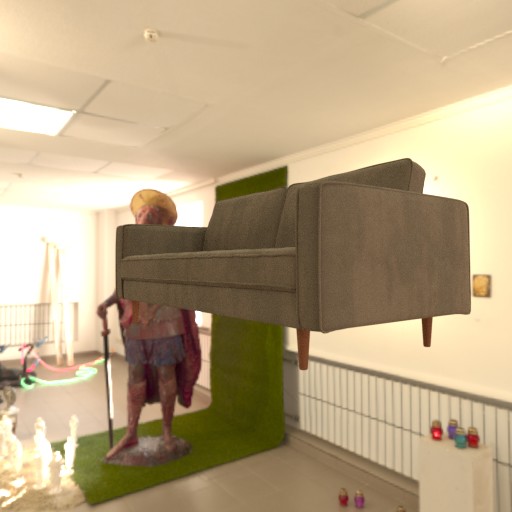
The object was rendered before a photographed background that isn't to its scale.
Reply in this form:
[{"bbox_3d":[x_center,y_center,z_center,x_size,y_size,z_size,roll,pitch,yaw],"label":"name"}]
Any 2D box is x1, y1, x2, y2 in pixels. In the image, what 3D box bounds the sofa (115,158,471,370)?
[{"bbox_3d":[0.000,0.000,2.391,0.924,0.825,1.920,1,-2,-36],"label":"sofa"}]
